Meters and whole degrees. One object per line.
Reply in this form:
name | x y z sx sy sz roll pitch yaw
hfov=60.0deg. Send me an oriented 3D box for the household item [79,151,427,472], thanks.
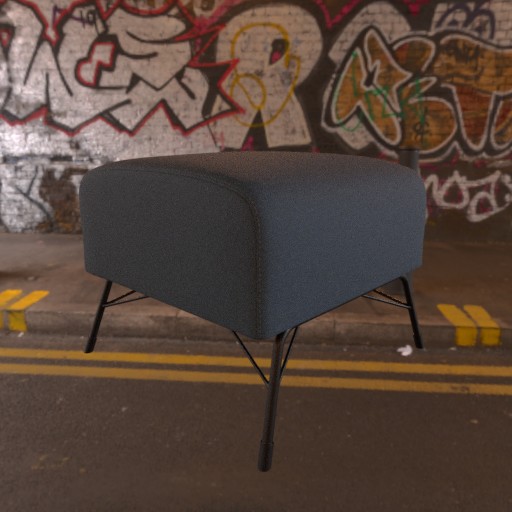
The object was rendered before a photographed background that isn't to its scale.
household item | 0.000 0.000 0.914 0.530 0.420 0.530 13 20 42
